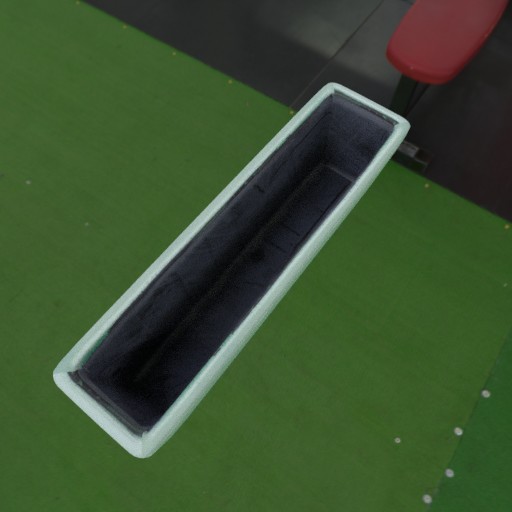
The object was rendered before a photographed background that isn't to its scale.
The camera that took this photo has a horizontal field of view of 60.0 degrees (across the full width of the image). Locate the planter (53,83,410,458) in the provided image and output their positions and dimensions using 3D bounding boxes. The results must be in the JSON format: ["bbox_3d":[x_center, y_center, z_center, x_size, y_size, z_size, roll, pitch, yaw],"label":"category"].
[{"bbox_3d":[0.000,0.000,0.305,0.072,0.072,0.275,35,69,16],"label":"planter"}]
